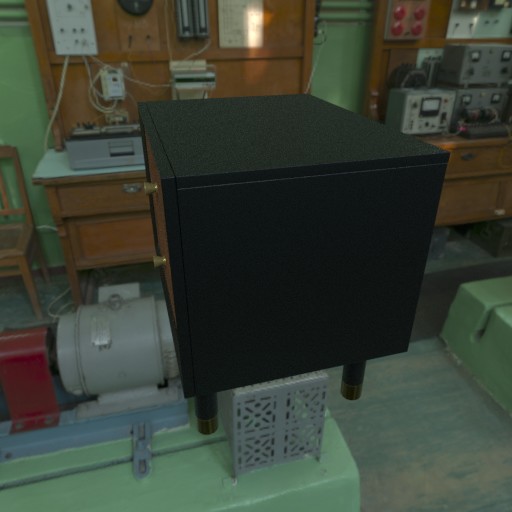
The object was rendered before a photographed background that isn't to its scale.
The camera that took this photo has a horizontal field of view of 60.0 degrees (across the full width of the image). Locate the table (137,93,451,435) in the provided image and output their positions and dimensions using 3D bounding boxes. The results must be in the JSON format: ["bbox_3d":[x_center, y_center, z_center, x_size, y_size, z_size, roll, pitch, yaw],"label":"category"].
[{"bbox_3d":[0.000,0.000,0.984,0.441,0.584,0.564,-8,30,-14],"label":"table"}]
